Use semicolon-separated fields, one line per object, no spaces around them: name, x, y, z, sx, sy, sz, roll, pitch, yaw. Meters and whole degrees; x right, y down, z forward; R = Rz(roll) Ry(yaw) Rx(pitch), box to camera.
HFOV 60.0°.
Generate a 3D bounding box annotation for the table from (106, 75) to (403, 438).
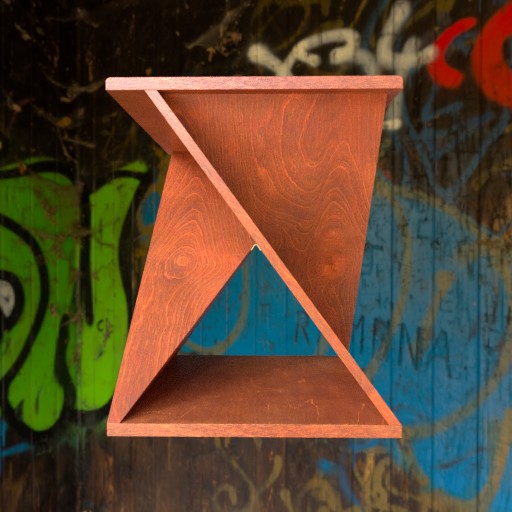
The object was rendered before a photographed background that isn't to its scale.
table;0.000;0.000;0.852;0.427;0.520;0.427;0;1;1
